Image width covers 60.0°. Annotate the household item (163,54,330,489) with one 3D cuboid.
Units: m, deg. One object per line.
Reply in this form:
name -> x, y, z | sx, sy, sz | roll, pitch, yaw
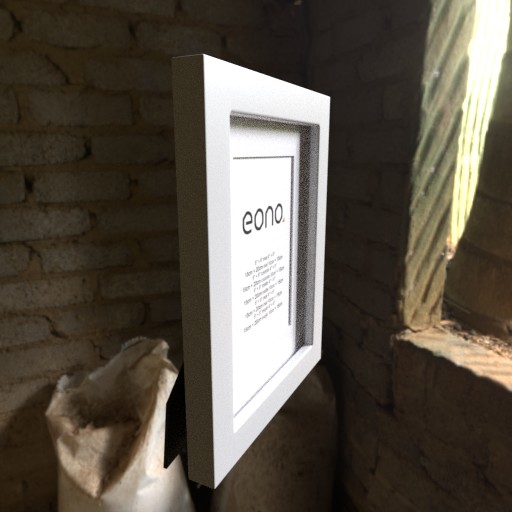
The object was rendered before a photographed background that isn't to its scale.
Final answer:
household item -> 0.000, 0.000, 0.341 | 0.045, 0.250, 0.200 | 7, 15, 26
